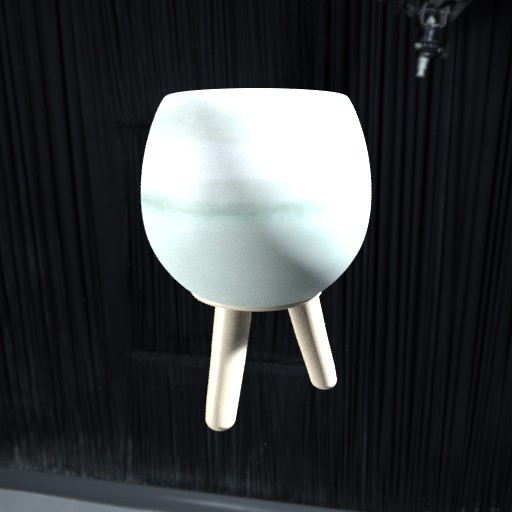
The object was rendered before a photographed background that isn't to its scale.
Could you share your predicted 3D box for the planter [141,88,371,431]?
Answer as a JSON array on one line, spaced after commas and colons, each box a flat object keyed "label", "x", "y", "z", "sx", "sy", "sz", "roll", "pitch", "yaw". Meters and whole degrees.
[{"label": "planter", "x": 0.000, "y": 0.000, "z": 0.332, "sx": 0.161, "sy": 0.224, "sz": 0.161, "roll": 0, "pitch": 15, "yaw": 0}]
